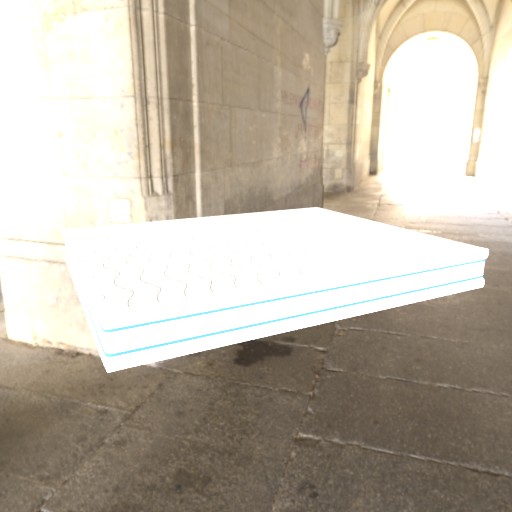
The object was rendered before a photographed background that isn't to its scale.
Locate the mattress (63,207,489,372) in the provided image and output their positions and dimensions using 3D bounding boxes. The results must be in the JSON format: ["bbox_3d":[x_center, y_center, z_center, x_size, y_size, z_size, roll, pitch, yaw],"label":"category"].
[{"bbox_3d":[0.000,0.000,2.651,2.000,0.230,1.600,-8,17,-26],"label":"mattress"}]
